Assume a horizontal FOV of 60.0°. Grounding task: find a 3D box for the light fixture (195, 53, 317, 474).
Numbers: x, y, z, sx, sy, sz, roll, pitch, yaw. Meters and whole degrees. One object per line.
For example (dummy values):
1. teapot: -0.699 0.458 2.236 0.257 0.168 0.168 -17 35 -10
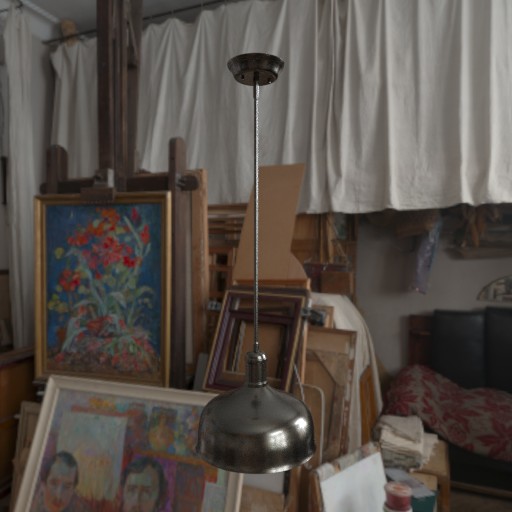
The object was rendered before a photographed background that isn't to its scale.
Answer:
1. light fixture: 0.000 0.000 1.096 0.299 0.935 0.299 0 1 -18
